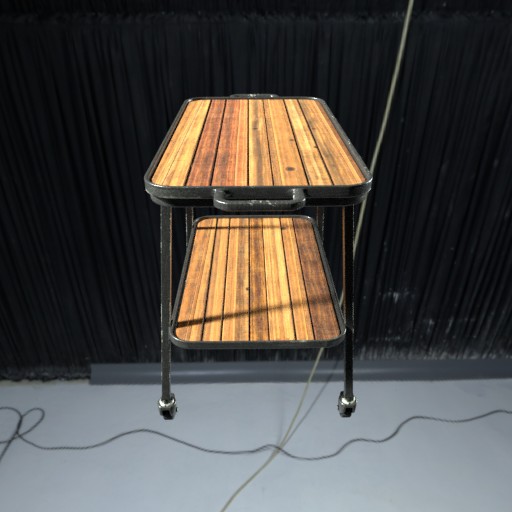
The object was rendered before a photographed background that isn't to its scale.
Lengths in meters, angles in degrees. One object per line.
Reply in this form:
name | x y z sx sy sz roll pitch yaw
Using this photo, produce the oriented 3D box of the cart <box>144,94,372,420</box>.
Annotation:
cart | 0.000 0.000 1.224 0.515 0.700 0.806 0 32 -1
